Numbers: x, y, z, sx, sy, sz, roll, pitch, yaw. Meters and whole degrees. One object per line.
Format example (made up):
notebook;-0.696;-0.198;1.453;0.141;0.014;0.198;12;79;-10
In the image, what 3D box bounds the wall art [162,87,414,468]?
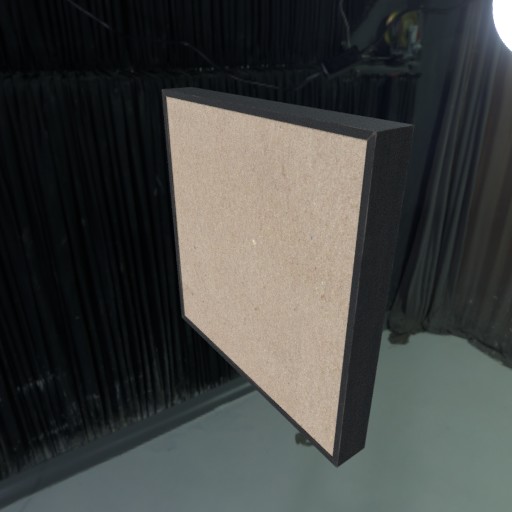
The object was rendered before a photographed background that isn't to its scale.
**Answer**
wall art;0.000;0.000;0.462;0.038;0.305;0.305;-18;32;-32
